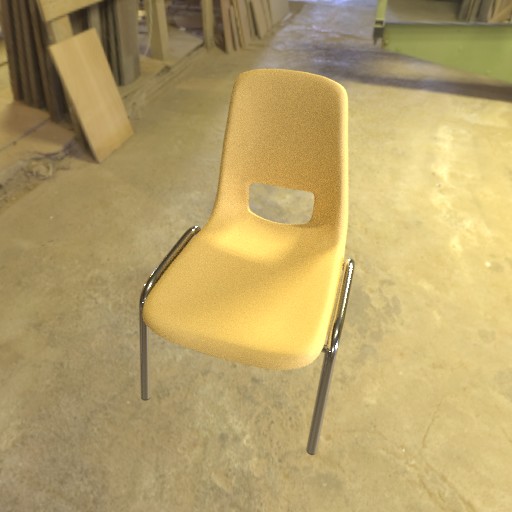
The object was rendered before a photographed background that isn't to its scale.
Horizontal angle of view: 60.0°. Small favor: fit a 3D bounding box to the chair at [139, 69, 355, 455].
[{"bbox_3d":[0.000,0.000,0.796,0.354,0.536,0.385,12,42,14],"label":"chair"}]
